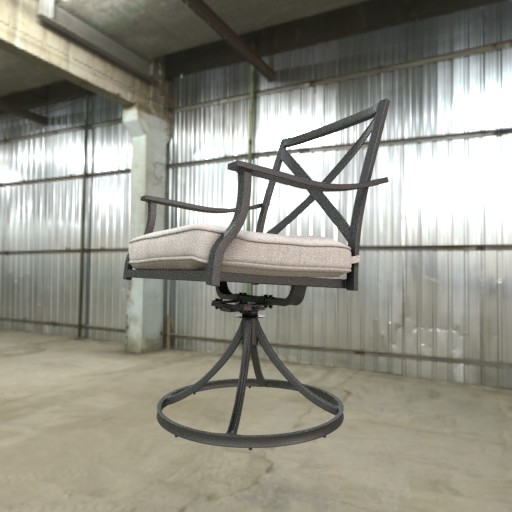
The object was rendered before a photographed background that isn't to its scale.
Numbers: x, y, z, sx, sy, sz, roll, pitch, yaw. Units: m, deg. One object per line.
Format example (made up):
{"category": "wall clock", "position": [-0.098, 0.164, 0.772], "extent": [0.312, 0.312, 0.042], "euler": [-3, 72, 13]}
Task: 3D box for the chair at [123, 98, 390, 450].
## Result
{"category": "chair", "position": [0.000, 0.000, 1.280], "extent": [0.620, 0.889, 0.575], "euler": [1, -2, -34]}
